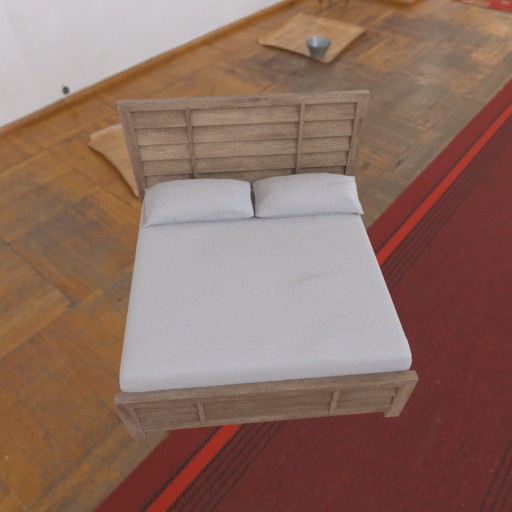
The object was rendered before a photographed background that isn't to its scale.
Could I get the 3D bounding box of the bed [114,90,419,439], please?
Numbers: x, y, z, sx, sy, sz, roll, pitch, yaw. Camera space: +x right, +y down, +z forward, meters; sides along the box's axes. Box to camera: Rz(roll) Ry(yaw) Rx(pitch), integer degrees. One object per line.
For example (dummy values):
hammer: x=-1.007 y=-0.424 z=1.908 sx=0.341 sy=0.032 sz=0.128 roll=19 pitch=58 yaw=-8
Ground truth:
bed: x=0.000 y=0.000 z=3.465 sx=2.032 sy=1.626 sz=2.062 roll=-4 pitch=47 yaw=-3
